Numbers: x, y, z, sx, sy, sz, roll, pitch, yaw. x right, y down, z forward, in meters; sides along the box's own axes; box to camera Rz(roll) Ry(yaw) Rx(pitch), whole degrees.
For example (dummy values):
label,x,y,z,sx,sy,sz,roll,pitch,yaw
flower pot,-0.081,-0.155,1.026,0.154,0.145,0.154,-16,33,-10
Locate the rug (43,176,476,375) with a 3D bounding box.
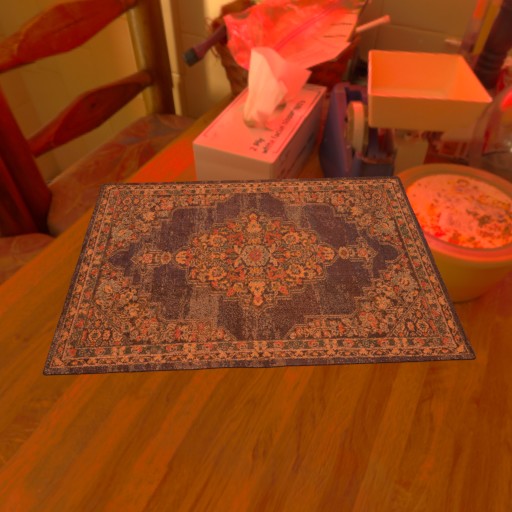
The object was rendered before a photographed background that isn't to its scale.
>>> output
label,x,y,z,sx,sy,sz,roll,pitch,yaw
rug,0.000,0.000,3.677,2.940,0.011,2.053,-2,47,-2
